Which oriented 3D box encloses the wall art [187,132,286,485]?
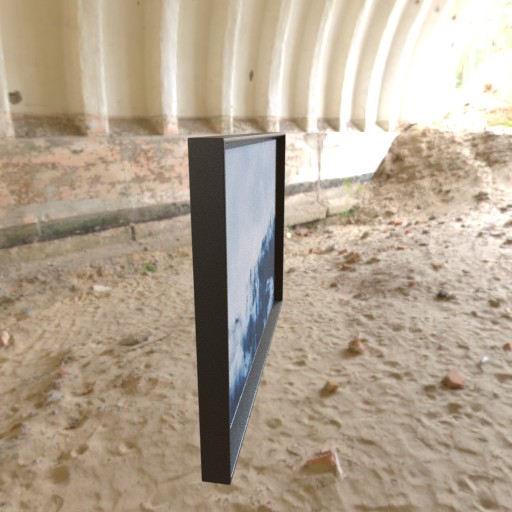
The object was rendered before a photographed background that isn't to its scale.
[{"bbox_3d":[0.000,0.000,1.205,0.058,0.640,0.939,3,16,9],"label":"wall art"}]
